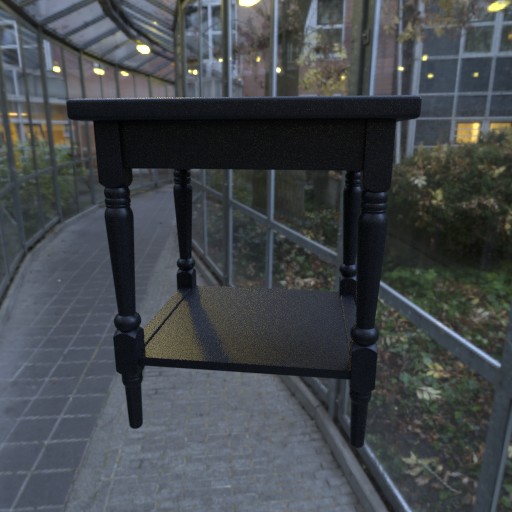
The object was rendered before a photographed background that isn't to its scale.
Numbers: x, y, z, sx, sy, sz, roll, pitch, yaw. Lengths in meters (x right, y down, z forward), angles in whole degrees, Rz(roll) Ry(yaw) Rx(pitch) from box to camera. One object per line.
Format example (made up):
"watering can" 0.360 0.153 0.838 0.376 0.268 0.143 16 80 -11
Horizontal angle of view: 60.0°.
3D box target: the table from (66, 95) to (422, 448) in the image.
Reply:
"table" 0.000 0.000 0.884 0.488 0.565 0.442 2 15 7
